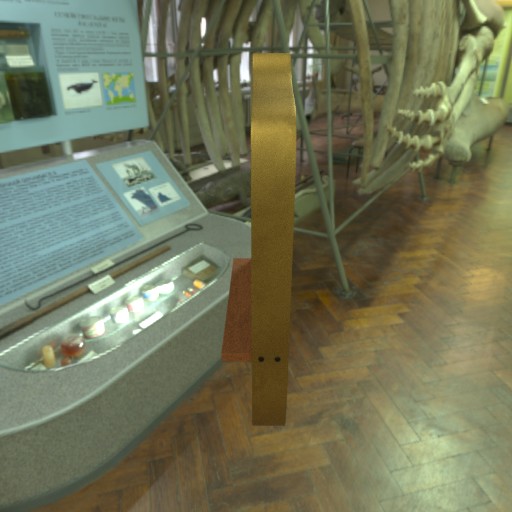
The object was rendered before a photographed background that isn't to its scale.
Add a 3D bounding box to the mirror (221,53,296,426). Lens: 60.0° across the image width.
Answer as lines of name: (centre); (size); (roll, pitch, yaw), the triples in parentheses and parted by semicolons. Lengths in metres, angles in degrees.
mirror: (0.000, 0.000, 0.737); (0.096, 0.613, 0.323); (0, 25, 0)
